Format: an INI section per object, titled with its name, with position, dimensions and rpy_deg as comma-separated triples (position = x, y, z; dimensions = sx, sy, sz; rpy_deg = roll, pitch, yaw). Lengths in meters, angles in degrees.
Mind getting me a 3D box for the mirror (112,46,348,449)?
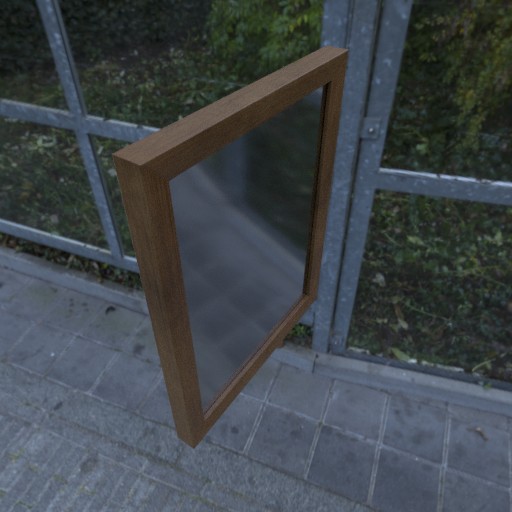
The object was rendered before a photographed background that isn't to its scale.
[mirror]
position = 0.000, 0.000, 0.678
dimensions = 0.041, 0.508, 0.405
rpy_deg = 24, 46, 26
